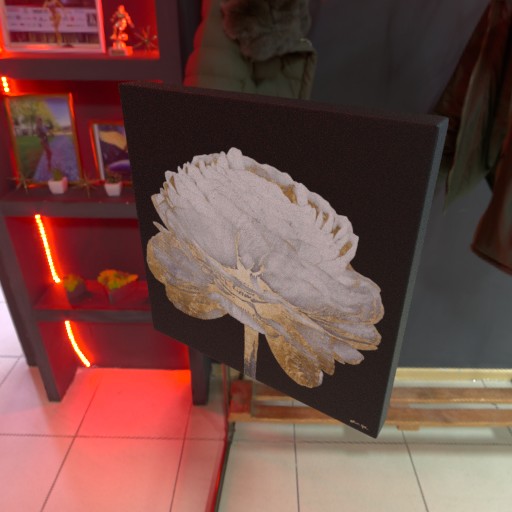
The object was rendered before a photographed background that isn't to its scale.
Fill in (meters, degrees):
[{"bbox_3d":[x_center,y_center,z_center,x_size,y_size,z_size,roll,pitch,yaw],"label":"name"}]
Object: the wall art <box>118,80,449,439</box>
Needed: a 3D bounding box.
[{"bbox_3d":[0.000,0.000,0.592,0.406,0.407,0.041,18,34,29],"label":"wall art"}]
